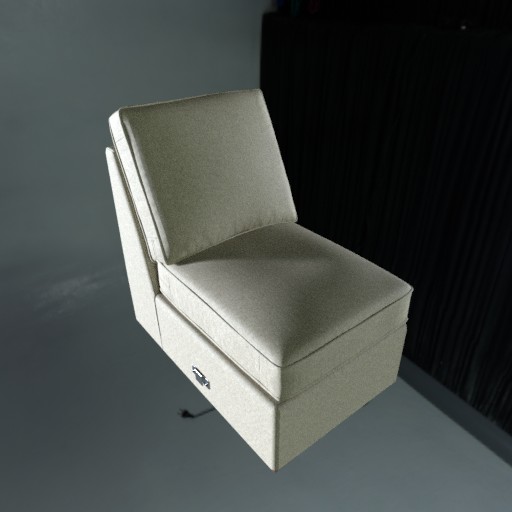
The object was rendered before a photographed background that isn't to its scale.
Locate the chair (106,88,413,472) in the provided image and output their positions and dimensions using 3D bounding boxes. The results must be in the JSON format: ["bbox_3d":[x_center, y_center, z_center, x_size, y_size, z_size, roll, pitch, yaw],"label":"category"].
[{"bbox_3d":[0.000,0.000,1.683,0.674,1.058,1.020,-22,37,-32],"label":"chair"}]
